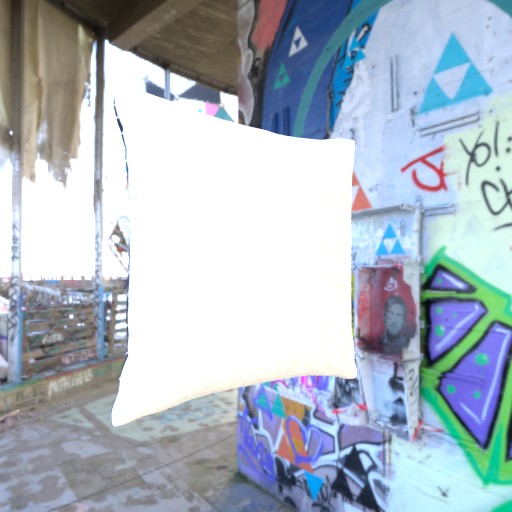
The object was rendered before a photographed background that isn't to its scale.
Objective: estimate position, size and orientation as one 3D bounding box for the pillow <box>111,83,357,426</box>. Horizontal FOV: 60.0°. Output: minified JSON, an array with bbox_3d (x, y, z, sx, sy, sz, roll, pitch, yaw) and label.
[{"bbox_3d":[0.000,0.000,0.797,0.517,0.508,0.158,1,-2,-36],"label":"pillow"}]
